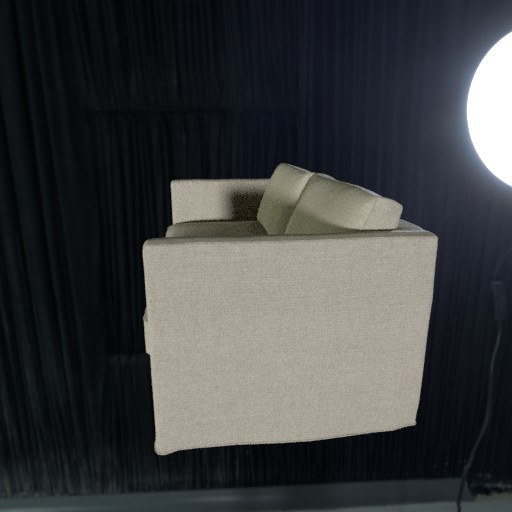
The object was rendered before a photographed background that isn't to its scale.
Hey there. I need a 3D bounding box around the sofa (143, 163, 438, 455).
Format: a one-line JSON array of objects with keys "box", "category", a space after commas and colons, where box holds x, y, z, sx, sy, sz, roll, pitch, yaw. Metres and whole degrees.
[{"box": [0.000, 0.000, 2.230, 0.956, 0.828, 1.766, -2, 16, -7], "category": "sofa"}]
